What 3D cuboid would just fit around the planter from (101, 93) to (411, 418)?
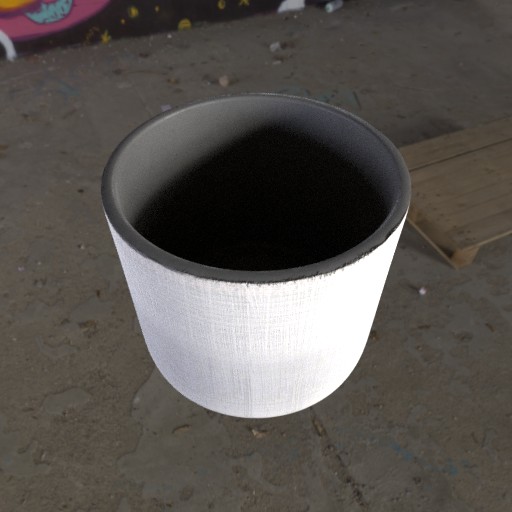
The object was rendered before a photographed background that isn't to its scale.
[{"bbox_3d":[0.000,0.000,0.444,0.254,0.221,0.254,0,47,0],"label":"planter"}]
